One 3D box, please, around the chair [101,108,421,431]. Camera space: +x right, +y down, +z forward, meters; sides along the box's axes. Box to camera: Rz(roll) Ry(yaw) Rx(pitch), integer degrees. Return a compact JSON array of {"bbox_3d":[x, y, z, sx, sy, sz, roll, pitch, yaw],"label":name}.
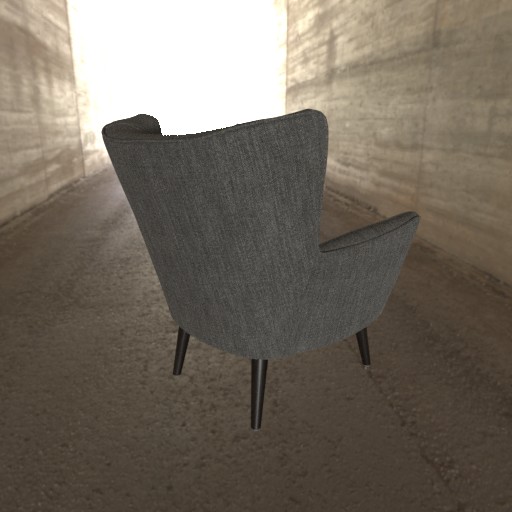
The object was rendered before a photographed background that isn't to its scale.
[{"bbox_3d":[0.000,0.000,1.510,0.888,0.933,0.781,-16,23,-42],"label":"chair"}]
